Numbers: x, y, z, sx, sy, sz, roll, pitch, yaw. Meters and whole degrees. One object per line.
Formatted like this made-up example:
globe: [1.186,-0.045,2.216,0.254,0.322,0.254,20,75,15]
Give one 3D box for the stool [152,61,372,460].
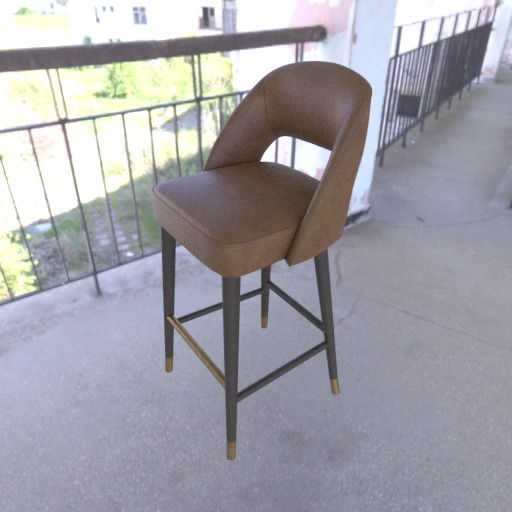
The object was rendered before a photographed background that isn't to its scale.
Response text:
stool: [0.000,0.000,1.330,0.509,1.037,0.494,-20,37,-29]
